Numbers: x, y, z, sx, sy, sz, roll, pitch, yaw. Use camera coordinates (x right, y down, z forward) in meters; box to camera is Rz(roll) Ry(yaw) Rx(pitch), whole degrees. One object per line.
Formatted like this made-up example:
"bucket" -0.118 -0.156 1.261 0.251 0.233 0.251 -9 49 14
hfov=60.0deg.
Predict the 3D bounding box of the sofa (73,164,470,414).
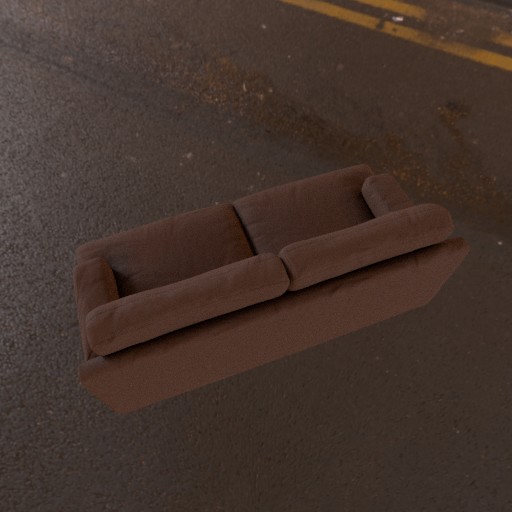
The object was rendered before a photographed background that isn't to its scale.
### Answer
"sofa" 0.000 0.000 2.881 2.274 0.950 1.140 -18 60 -10
